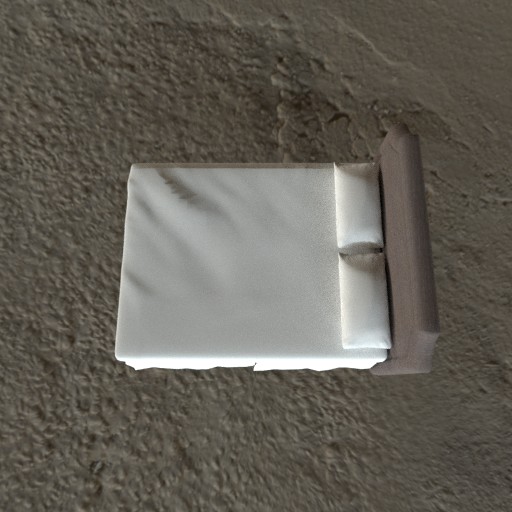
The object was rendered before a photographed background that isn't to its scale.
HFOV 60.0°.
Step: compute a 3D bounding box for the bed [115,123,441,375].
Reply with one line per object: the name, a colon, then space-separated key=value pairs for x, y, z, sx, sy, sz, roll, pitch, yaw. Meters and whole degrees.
bed: x=0.000 y=0.000 z=3.284 sx=2.116 sy=1.290 sz=1.693 roll=0 pitch=74 yaw=0
